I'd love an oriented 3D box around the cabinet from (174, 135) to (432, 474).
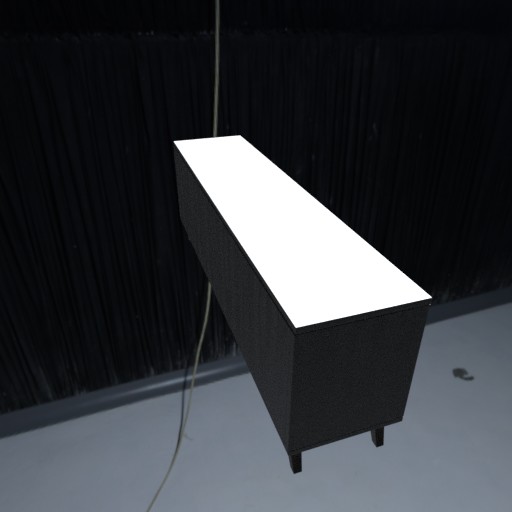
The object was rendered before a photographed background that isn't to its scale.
[{"bbox_3d":[0.000,0.000,2.510,0.499,0.779,2.198,-10,31,-16],"label":"cabinet"}]
